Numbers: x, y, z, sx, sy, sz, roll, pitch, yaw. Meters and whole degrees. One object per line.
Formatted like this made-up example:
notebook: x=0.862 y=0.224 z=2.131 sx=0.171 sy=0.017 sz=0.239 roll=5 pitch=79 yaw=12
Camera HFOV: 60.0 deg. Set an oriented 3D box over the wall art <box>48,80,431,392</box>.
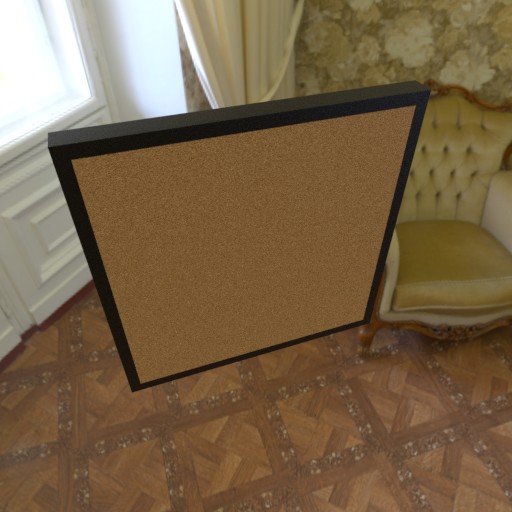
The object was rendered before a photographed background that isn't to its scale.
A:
wall art: x=0.000 y=0.000 z=0.741 sx=0.508 sy=0.508 sz=0.038 roll=-13 pitch=43 yaw=-14
